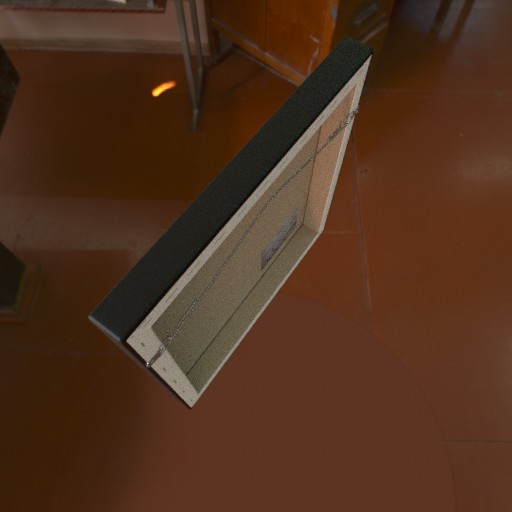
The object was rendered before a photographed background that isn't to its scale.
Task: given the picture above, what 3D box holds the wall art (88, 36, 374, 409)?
[{"bbox_3d":[0.000,0.000,0.601,0.041,0.407,0.406,33,68,15],"label":"wall art"}]
